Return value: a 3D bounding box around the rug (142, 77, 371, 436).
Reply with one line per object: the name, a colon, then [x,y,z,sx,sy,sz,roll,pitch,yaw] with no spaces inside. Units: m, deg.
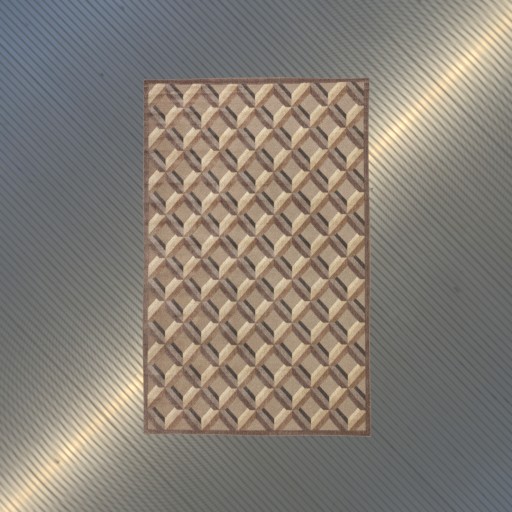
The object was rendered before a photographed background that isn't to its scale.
rug: [0.000,0.000,2.075,1.066,0.011,1.677,0,89,1]
